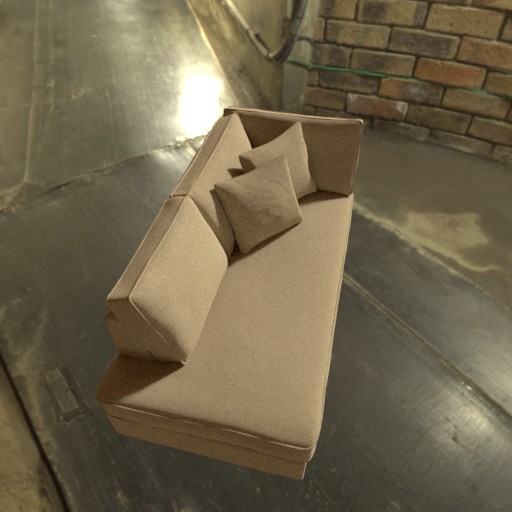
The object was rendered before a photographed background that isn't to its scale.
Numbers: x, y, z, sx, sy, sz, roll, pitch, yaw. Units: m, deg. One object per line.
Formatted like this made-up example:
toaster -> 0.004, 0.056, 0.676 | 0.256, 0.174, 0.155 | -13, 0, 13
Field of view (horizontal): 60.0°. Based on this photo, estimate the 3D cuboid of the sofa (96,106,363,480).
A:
sofa -> 0.000, 0.000, 2.789 | 1.110, 1.033, 2.237 | 10, 48, 10
